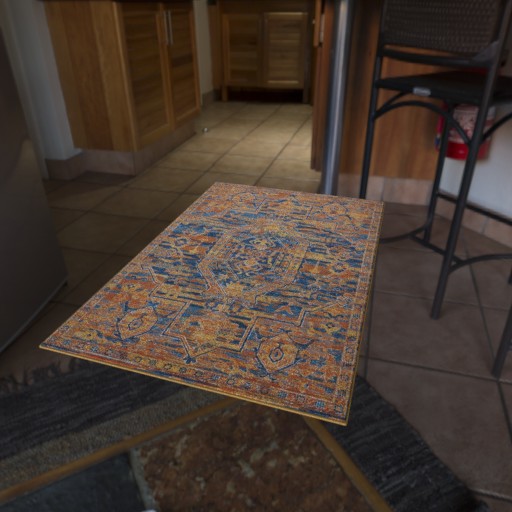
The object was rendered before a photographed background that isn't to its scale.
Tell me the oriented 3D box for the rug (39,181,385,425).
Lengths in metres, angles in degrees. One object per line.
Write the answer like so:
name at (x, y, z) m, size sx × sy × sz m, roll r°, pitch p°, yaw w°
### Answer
rug at (0.000, 0.000, 2.227) m, size 1.148 × 0.013 × 1.758 m, roll 9°, pitch 32°, yaw 15°
